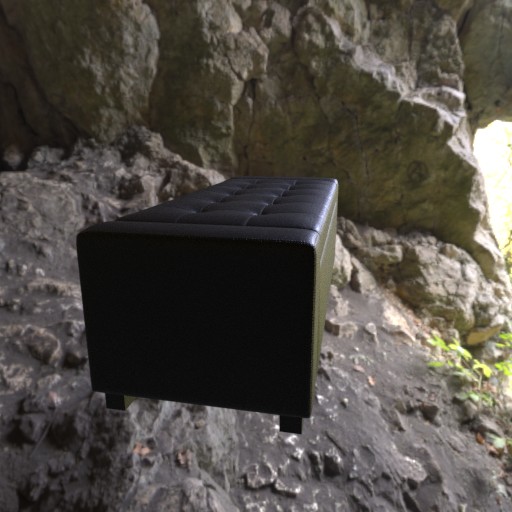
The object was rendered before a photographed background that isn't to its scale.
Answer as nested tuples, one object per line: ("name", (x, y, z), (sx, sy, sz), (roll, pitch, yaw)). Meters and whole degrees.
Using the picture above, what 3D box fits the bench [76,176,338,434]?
("bench", (0.000, 0.000, 1.528), (0.508, 0.445, 1.296), (3, 15, 11))
